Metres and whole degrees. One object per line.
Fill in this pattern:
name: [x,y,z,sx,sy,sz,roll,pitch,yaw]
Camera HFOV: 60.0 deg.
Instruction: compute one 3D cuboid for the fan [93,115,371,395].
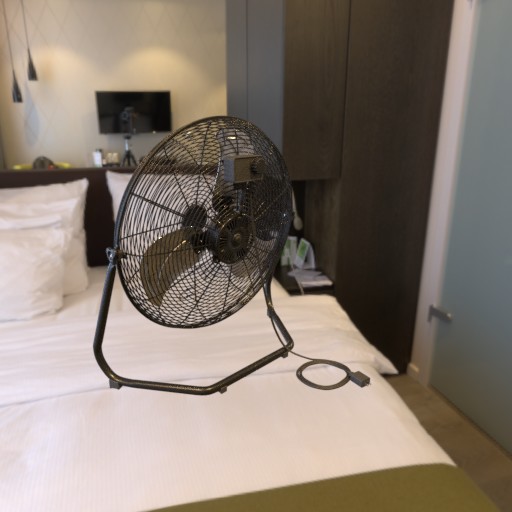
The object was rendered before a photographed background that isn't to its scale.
fan: [0.000,0.000,1.000,0.470,0.605,0.595,16,23,42]
